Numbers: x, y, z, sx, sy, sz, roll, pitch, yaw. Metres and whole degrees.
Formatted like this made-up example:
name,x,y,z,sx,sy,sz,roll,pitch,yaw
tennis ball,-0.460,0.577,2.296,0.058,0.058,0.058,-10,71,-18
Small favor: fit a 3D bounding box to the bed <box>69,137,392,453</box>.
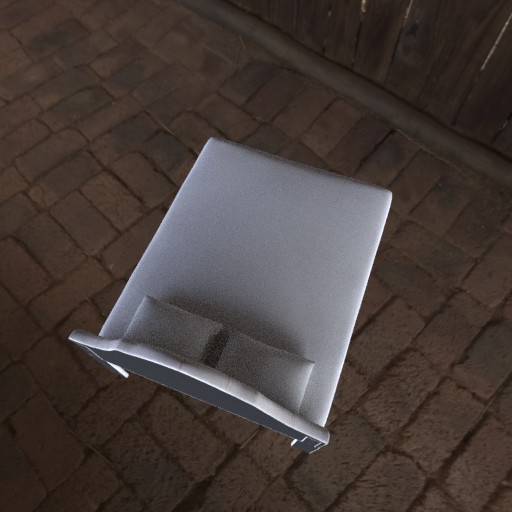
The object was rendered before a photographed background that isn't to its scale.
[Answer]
name,x,y,z,sx,sy,sz,roll,pitch,yaw
bed,0.000,0.000,3.796,2.039,1.617,2.477,19,65,9
